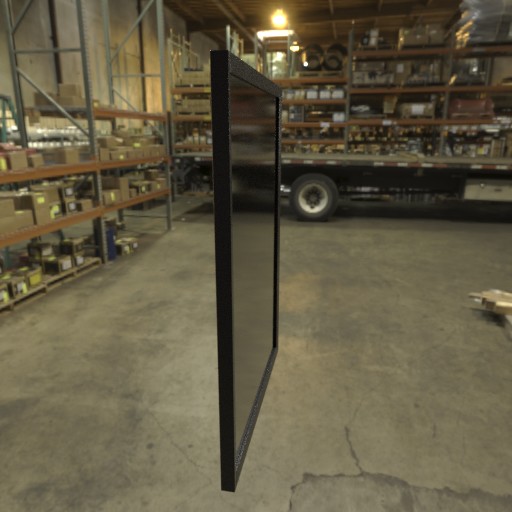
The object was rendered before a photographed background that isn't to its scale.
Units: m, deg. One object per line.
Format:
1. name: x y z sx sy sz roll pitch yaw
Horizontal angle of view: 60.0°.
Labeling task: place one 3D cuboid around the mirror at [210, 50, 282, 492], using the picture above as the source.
1. mirror: 0.000 0.000 1.334 0.040 1.016 0.762 3 16 11
